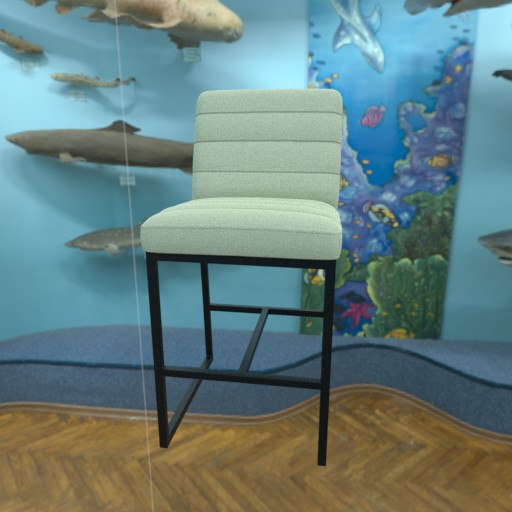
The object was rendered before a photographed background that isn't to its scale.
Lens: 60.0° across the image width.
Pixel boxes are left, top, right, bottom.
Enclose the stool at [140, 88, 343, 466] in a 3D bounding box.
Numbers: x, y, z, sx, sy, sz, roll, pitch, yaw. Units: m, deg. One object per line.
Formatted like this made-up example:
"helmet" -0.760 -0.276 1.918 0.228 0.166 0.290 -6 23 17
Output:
"stool" 0.000 0.000 1.265 0.460 0.940 0.560 2 15 9
